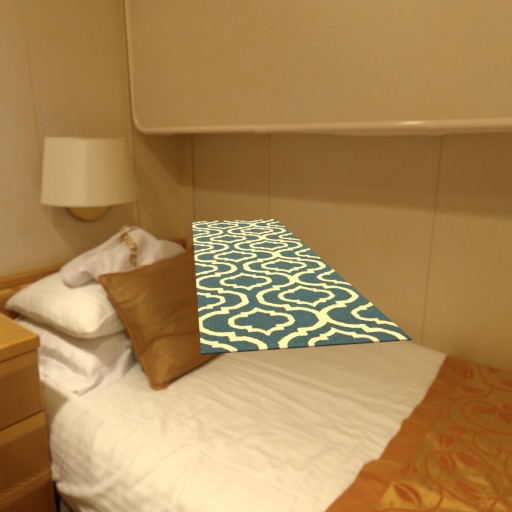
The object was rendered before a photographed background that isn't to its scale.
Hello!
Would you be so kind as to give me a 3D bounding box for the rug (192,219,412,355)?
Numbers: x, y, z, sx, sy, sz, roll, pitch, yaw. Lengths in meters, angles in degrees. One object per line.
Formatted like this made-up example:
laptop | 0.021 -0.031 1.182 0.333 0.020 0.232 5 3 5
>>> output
rug | 0.000 0.000 2.500 0.685 0.006 2.296 -2 15 -8
